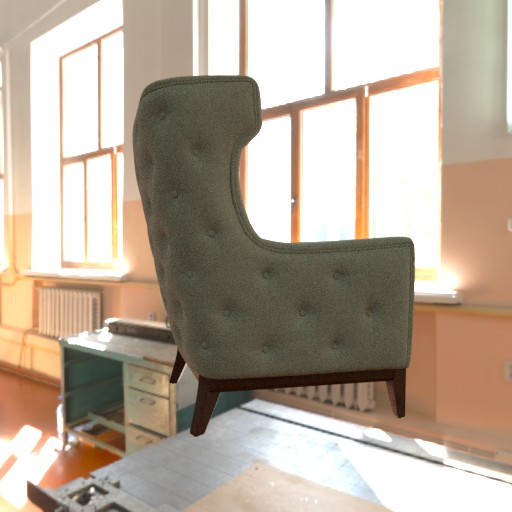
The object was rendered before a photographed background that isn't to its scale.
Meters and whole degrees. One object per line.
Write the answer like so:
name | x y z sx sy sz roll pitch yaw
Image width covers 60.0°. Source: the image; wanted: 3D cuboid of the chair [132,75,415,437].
chair | 0.000 0.000 1.682 0.899 1.079 0.778 0 1 -18
